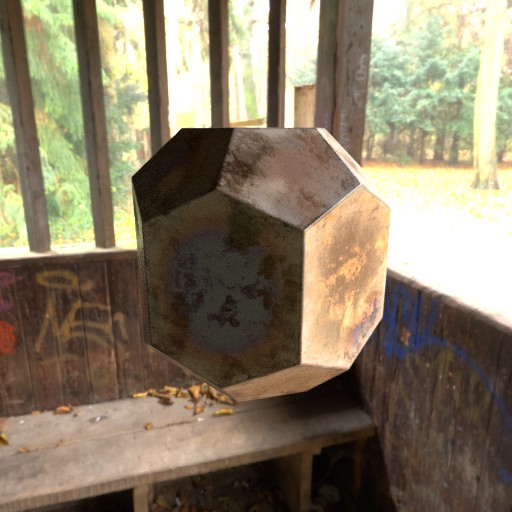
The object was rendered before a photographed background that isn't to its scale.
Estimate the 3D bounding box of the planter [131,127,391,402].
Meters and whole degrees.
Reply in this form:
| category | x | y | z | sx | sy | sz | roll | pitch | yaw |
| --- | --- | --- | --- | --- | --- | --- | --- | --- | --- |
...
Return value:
| category | x | y | z | sx | sy | sz | roll | pitch | yaw |
| --- | --- | --- | --- | --- | --- | --- | --- | --- | --- |
| planter | 0.000 | 0.000 | 0.428 | 0.221 | 0.238 | 0.243 | 15 | 22 | 42 |
